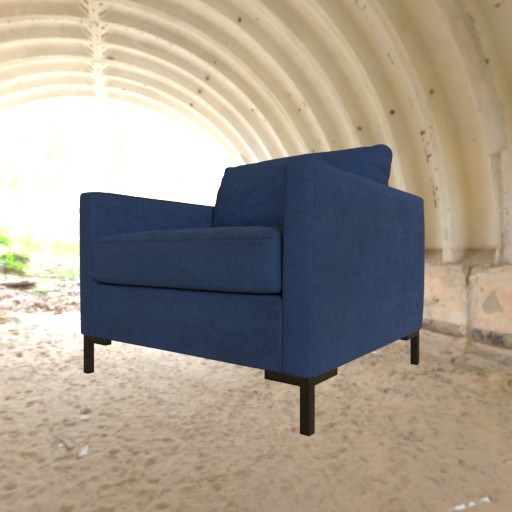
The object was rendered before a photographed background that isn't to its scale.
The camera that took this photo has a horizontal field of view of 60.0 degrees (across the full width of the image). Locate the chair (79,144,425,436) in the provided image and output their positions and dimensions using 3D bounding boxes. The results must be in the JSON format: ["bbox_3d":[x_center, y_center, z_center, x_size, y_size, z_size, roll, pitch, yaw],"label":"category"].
[{"bbox_3d":[0.000,0.000,1.591,0.964,0.812,0.875,0,0,37],"label":"chair"}]
